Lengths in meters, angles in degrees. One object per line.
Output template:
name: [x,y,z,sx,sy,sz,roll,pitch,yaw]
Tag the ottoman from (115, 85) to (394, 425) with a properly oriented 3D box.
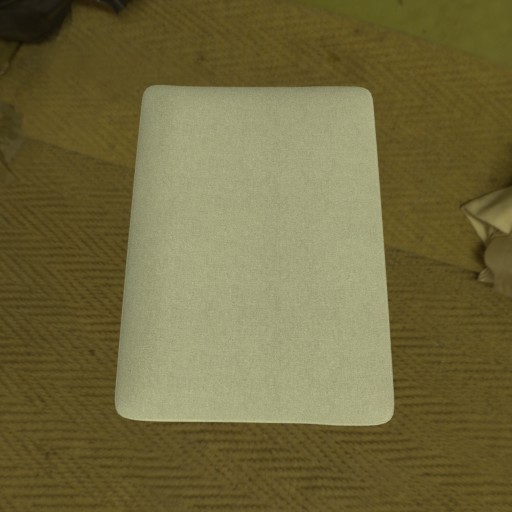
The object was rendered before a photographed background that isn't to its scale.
ottoman: [0.000,0.000,1.077,0.549,0.428,0.749,1,74,0]
